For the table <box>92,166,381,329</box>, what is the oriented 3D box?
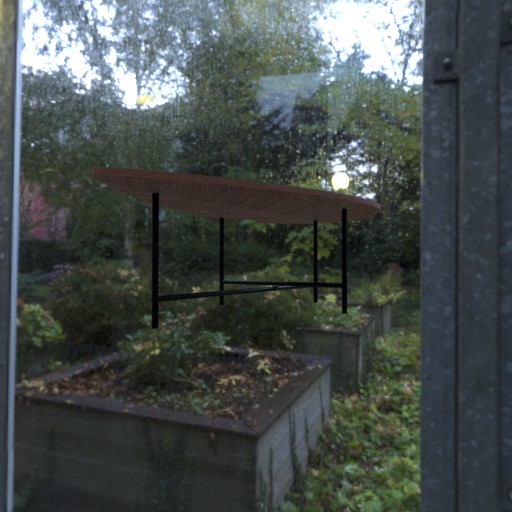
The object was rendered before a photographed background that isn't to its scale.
[{"bbox_3d":[0.000,0.000,1.420,0.598,0.360,1.199,-1,-1,35],"label":"table"}]
